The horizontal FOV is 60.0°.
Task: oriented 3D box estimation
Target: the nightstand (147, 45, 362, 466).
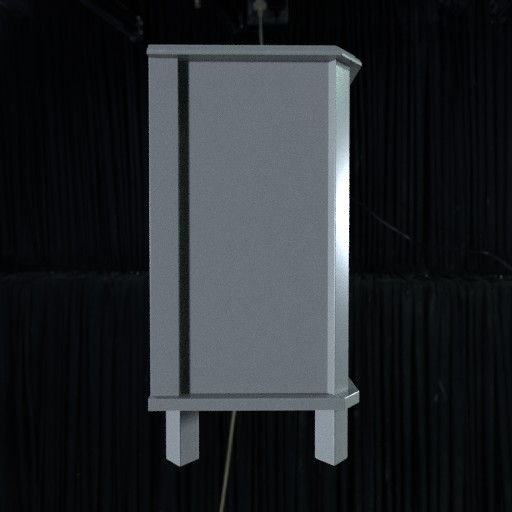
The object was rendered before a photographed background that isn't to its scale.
[{"bbox_3d":[0.000,0.000,0.919,0.348,0.680,0.435,0,1,-1],"label":"nightstand"}]
